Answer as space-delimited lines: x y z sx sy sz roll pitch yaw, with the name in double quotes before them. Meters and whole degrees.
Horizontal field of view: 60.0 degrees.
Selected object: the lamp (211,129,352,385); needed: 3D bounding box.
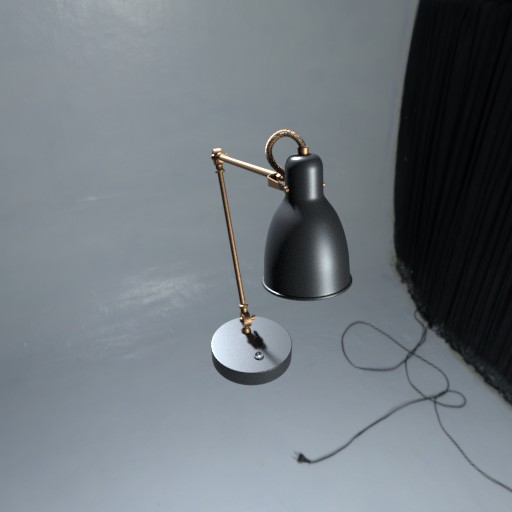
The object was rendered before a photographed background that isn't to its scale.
"lamp" 0.000 0.000 0.861 0.187 0.587 0.561 -11 34 -17
